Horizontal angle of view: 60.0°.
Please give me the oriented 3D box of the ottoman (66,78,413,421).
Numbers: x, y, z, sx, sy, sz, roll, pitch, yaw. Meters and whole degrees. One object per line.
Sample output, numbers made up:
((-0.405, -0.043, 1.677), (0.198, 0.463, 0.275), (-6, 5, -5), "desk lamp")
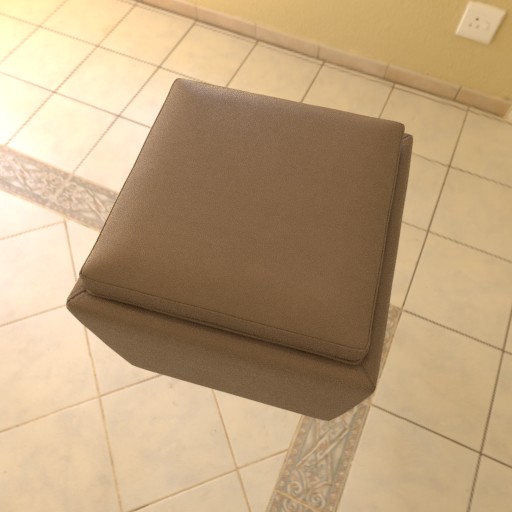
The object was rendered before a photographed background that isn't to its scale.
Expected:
((0.000, 0.000, 0.815), (0.451, 0.460, 0.450), (14, 65, 7), "ottoman")
